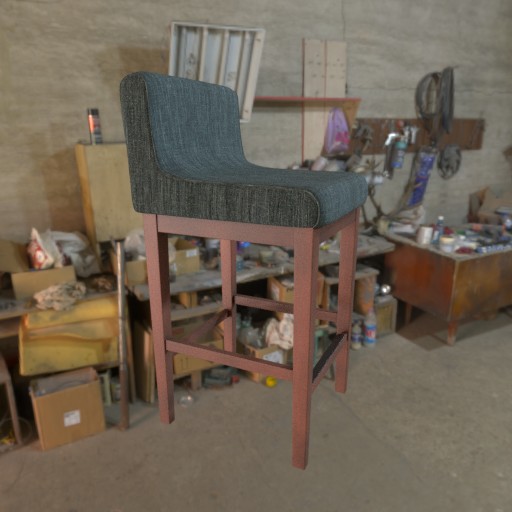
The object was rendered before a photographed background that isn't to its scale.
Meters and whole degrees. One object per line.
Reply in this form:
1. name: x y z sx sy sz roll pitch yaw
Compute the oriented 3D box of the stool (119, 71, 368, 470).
1. stool: 0.000 0.000 1.095 0.459 0.835 0.395 7 17 25
